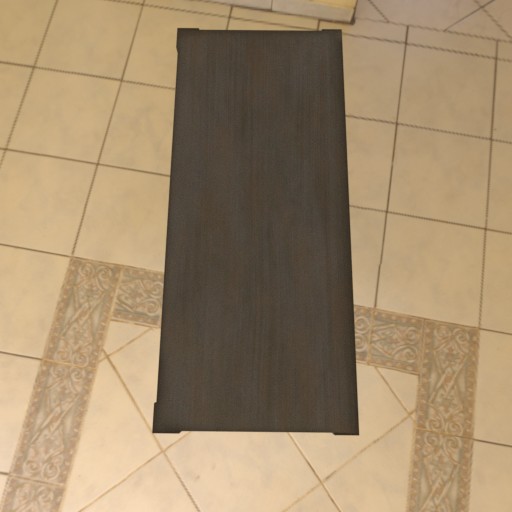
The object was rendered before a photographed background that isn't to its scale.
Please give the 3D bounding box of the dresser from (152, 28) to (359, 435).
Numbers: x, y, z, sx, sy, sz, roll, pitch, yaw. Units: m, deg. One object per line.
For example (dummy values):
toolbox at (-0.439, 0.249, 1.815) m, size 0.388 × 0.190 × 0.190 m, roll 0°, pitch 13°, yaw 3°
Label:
dresser at (0.000, 0.000, 1.574) m, size 0.463 × 0.986 × 1.049 m, roll 1°, pitch 76°, yaw 0°
